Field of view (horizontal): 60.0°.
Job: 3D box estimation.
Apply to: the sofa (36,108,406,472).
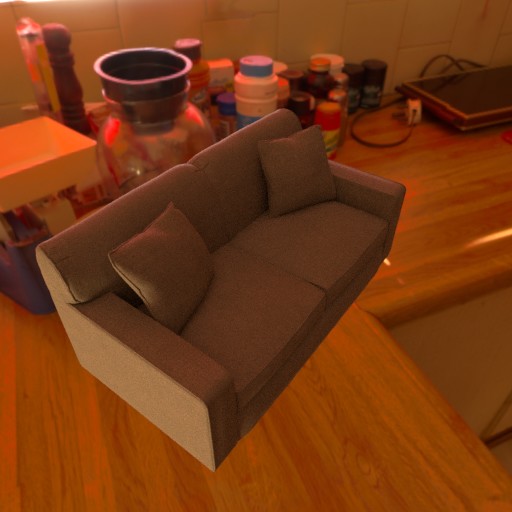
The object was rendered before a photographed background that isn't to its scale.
[{"bbox_3d":[0.000,0.000,2.447,1.000,0.958,1.846,26,47,27],"label":"sofa"}]
